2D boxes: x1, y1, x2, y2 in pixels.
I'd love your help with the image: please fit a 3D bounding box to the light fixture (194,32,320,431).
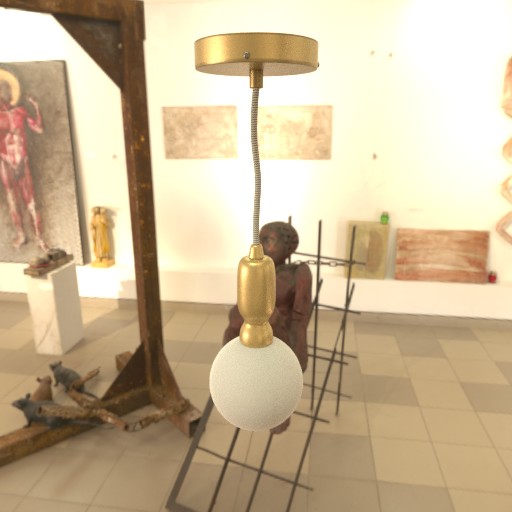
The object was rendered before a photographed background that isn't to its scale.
[{"bbox_3d":[0.000,0.000,0.584,0.147,0.510,0.146,2,16,8],"label":"light fixture"}]
